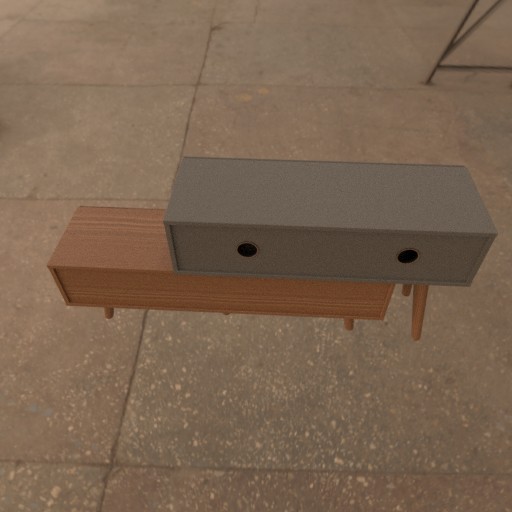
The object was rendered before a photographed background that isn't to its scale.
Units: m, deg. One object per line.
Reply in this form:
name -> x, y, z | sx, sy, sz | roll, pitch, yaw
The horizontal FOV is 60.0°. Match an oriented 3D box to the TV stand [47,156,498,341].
TV stand -> 0.000, 0.000, 1.555 | 1.336, 0.591, 0.329 | 2, 46, 2
